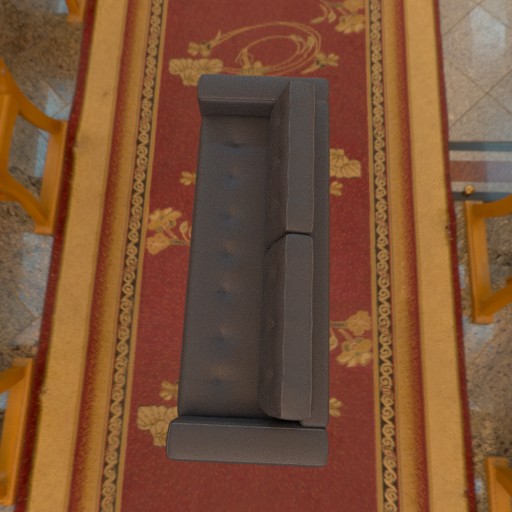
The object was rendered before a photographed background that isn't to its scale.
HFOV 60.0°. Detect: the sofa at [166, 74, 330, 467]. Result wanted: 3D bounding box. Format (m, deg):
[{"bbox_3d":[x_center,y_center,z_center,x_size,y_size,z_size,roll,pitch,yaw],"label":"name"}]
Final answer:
[{"bbox_3d":[0.000,0.000,2.676,0.833,0.893,2.275,2,75,1],"label":"sofa"}]
